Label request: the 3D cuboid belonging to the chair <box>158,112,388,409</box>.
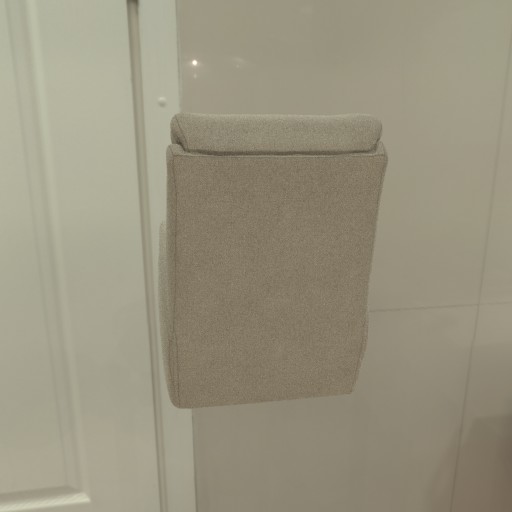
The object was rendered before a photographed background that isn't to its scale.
[{"bbox_3d":[0.000,0.000,1.731,0.794,1.021,0.940,-2,14,-9],"label":"chair"}]
